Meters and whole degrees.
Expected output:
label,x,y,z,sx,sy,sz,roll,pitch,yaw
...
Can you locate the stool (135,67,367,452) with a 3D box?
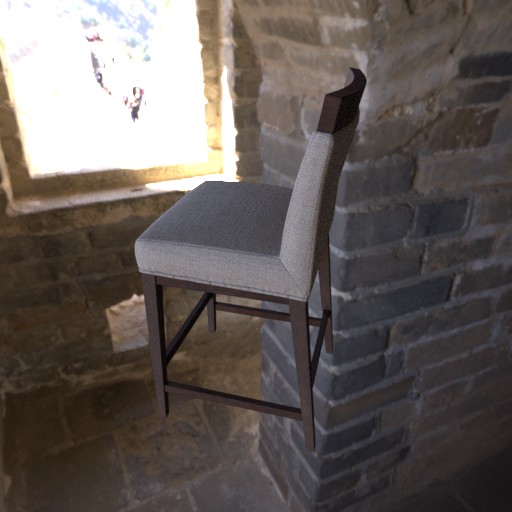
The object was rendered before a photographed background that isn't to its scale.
label,x,y,z,sx,sy,sz,roll,pitch,yaw
stool,0.000,0.000,1.327,0.531,1.009,0.512,7,29,13
